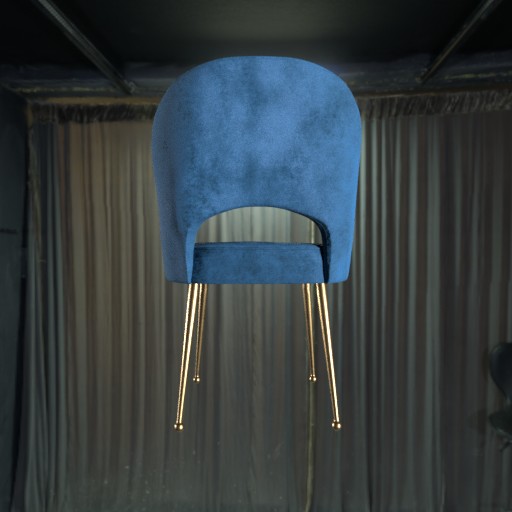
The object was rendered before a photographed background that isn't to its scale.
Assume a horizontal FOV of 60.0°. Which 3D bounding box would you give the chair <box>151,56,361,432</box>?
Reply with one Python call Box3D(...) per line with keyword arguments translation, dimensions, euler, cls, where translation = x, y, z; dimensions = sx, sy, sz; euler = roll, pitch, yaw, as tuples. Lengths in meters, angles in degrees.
Box3D(translation=(0.000, 0.000, 1.232), dimensions=(0.527, 0.860, 0.577), euler=(0, 1, -1), cls="chair")
